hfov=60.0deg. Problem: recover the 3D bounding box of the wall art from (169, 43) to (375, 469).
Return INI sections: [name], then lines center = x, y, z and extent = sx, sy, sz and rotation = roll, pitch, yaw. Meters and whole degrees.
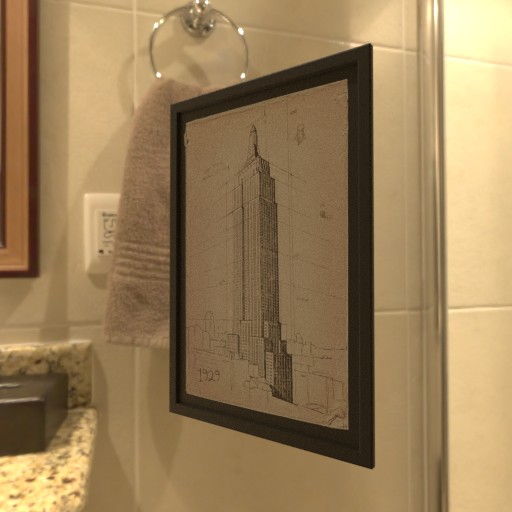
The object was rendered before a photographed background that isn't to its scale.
[wall art]
center = 0.000, 0.000, 0.824
extent = 0.451, 0.661, 0.012
rotation = -1, -1, 36
